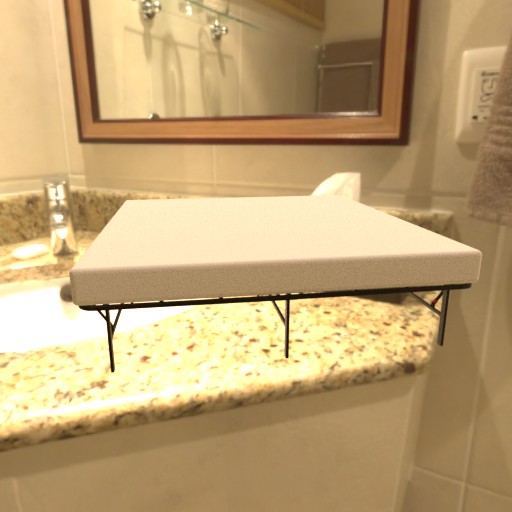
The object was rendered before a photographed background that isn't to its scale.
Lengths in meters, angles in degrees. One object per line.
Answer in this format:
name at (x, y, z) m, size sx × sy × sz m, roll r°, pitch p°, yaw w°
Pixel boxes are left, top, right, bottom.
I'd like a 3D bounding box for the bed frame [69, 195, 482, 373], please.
bed frame at (0.000, 0.000, 3.043) m, size 1.935 × 0.525 × 2.033 m, roll -3°, pitch 16°, yaw -9°
